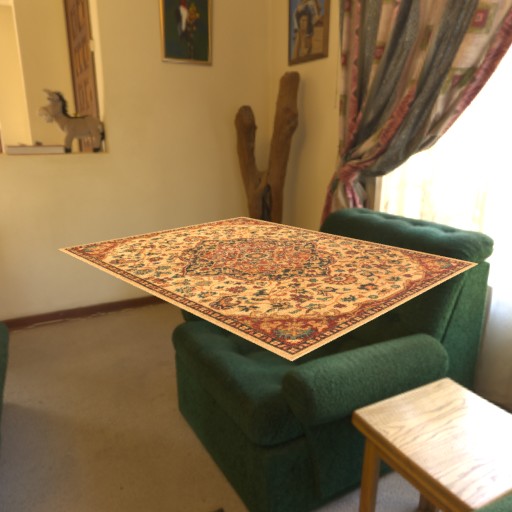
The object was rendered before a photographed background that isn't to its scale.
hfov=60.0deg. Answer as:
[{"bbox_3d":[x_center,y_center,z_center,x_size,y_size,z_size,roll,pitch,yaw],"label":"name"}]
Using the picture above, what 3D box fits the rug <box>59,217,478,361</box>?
[{"bbox_3d":[0.000,0.000,4.123,2.454,0.005,3.067,-15,21,-42],"label":"rug"}]
